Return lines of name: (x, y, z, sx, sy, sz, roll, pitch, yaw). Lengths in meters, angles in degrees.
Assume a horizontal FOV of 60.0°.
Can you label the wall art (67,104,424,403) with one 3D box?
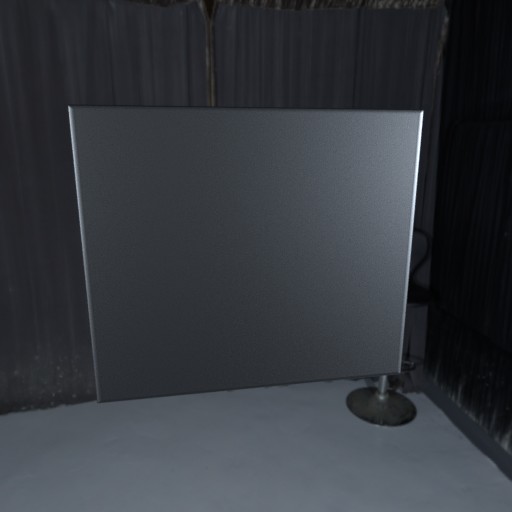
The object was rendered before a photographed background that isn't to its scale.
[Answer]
wall art: (0.000, 0.000, 0.520, 0.380, 0.330, 0.028, -3, 15, -10)
